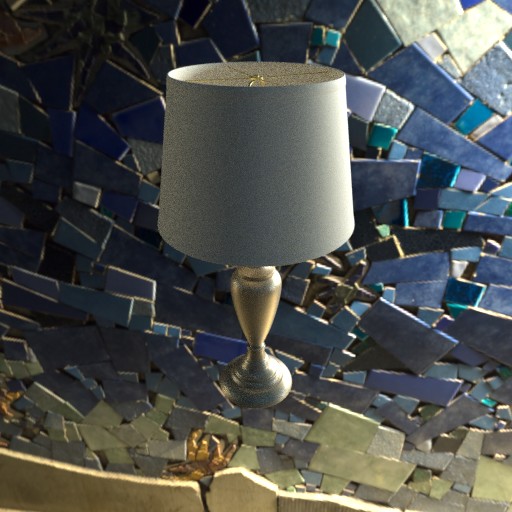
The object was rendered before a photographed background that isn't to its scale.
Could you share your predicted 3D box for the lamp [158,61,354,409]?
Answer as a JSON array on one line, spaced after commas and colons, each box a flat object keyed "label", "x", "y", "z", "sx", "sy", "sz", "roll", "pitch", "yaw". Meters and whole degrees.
[{"label": "lamp", "x": 0.000, "y": 0.000, "z": 0.792, "sx": 0.328, "sy": 0.612, "sz": 0.328, "roll": 0, "pitch": 30, "yaw": 0}]
